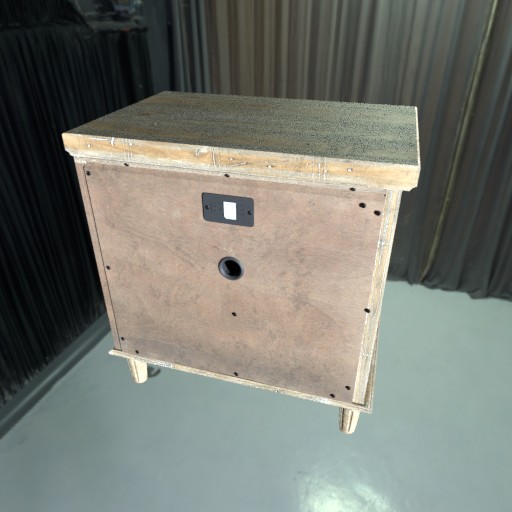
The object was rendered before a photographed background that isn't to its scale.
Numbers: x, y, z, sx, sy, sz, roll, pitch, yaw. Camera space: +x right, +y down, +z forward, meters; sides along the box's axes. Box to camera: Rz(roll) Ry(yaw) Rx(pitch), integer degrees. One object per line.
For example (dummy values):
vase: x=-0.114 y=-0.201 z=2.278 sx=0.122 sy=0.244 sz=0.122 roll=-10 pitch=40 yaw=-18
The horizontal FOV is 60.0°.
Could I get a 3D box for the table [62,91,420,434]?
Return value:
table: x=0.000 y=0.000 z=1.162 sx=0.686 sy=0.711 sz=0.457 roll=9 pitch=32 yaw=14
